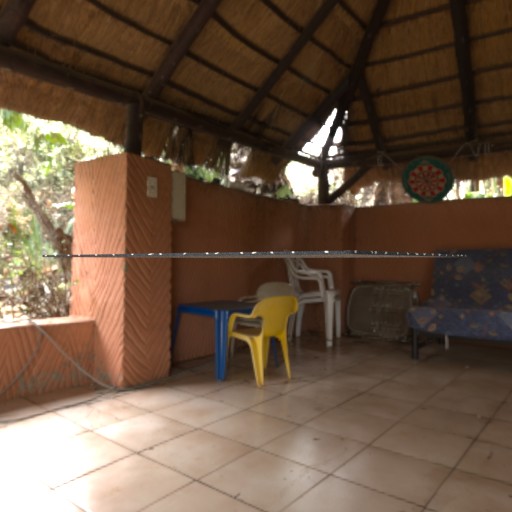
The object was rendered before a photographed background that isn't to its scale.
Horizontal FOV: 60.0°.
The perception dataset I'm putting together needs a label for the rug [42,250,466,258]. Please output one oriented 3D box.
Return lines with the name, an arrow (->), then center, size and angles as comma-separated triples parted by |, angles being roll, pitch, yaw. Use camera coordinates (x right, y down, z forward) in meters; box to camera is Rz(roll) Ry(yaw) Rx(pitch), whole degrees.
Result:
rug -> 0.000, 0.000, 4.054 | 3.047, 0.022, 2.439 | 0, -1, 38
